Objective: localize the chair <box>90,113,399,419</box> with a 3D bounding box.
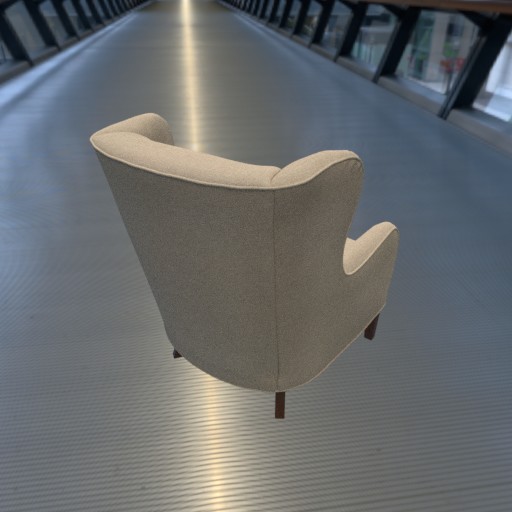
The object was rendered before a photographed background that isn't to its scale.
[{"bbox_3d":[0.000,0.000,1.732,0.838,1.040,0.966,21,36,31],"label":"chair"}]
